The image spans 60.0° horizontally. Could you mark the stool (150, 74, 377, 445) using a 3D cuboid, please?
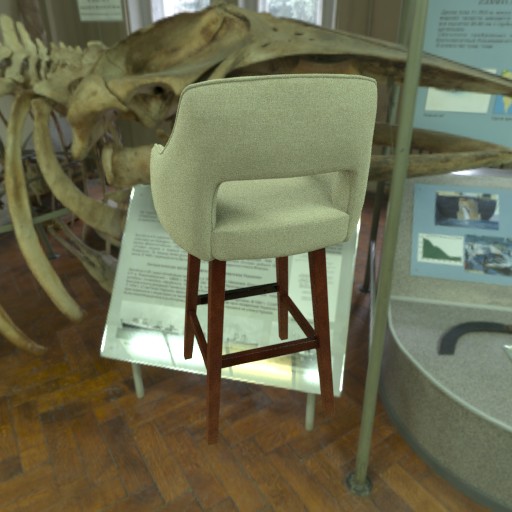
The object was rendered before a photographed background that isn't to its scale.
[{"bbox_3d":[0.000,0.000,1.323,0.550,1.041,0.560,-8,27,-16],"label":"stool"}]
